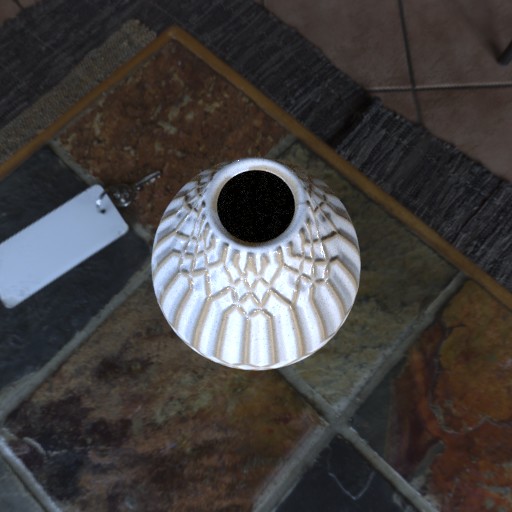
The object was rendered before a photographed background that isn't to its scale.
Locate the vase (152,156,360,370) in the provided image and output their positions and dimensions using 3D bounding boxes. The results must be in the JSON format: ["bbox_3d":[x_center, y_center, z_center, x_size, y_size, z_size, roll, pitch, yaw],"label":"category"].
[{"bbox_3d":[0.000,0.000,0.321,0.159,0.200,0.159,0,74,0],"label":"vase"}]
